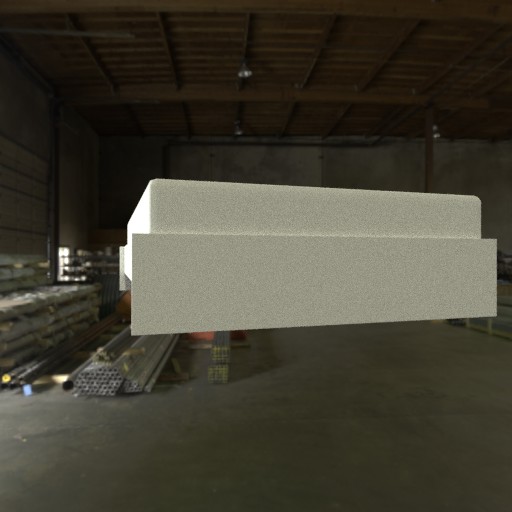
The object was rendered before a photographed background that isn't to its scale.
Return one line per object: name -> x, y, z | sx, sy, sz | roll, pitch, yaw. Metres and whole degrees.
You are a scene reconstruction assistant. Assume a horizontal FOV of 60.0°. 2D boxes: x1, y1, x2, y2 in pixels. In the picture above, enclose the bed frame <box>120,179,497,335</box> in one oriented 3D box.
bed frame -> 0.000, 0.000, 2.521 | 1.445, 0.497, 1.945 | 0, 0, -18
